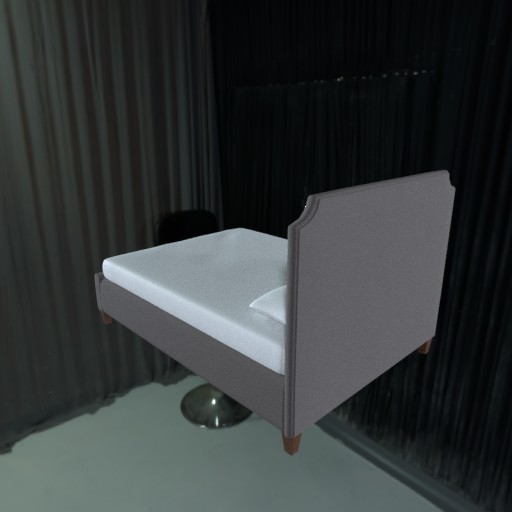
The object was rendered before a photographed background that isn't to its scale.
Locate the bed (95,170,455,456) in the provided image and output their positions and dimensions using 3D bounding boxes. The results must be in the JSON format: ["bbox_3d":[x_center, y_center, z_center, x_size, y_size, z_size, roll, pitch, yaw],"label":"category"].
[{"bbox_3d":[0.000,0.000,3.546,1.713,1.443,2.372,-16,24,-41],"label":"bed"}]
